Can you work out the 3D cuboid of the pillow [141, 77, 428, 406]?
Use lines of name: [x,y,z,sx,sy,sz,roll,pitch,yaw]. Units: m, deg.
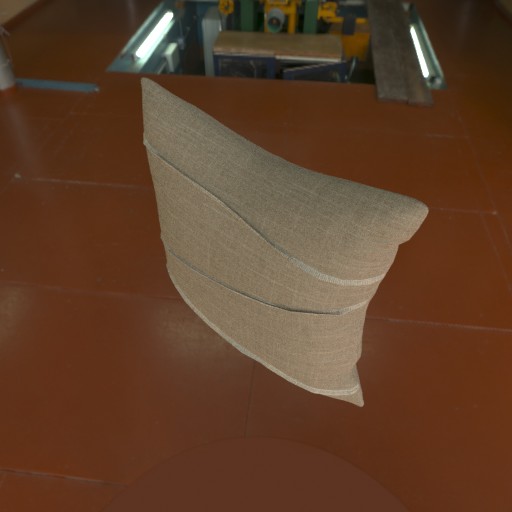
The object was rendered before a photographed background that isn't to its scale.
pillow: [0.000,0.000,0.634,0.424,0.400,0.169,32,54,27]
